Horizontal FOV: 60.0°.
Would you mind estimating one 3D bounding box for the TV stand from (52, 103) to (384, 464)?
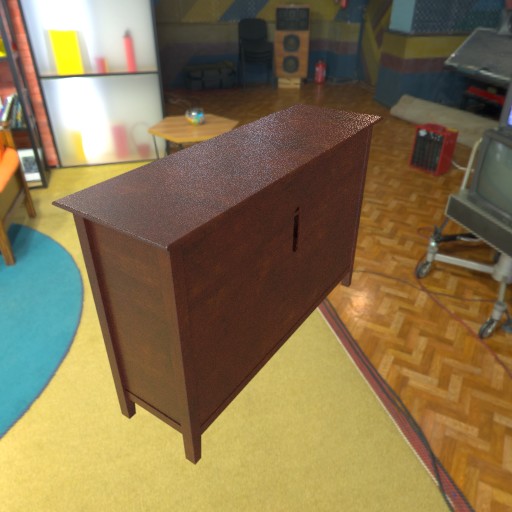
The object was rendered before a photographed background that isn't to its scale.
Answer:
[{"bbox_3d":[0.000,0.000,1.850,0.445,0.915,1.372,20,37,29],"label":"TV stand"}]
